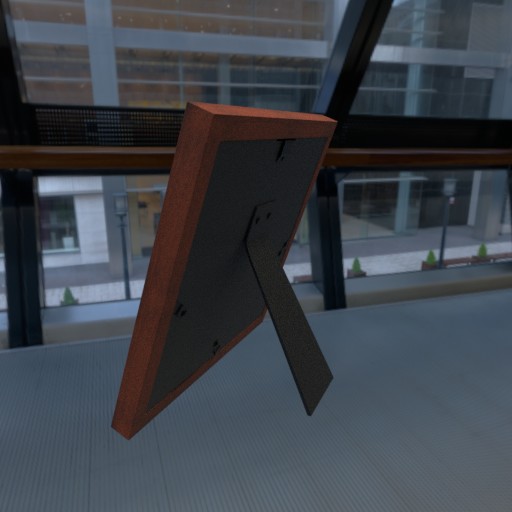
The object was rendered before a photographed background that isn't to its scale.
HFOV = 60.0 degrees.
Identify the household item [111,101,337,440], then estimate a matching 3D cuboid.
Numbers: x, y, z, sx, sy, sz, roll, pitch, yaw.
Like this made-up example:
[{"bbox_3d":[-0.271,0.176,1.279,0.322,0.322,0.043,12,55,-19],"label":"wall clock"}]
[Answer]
[{"bbox_3d":[0.000,0.000,0.385,0.131,0.240,0.240,7,17,25],"label":"household item"}]
